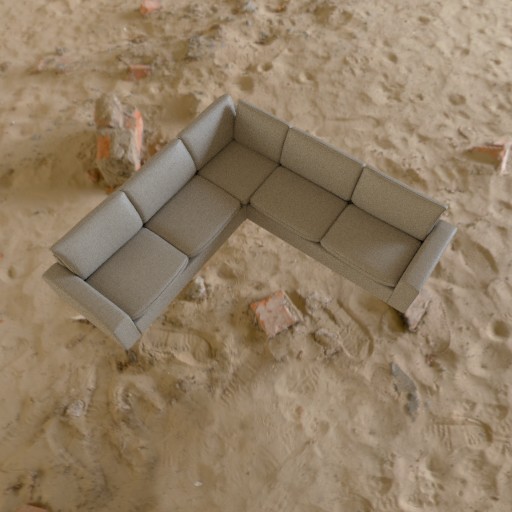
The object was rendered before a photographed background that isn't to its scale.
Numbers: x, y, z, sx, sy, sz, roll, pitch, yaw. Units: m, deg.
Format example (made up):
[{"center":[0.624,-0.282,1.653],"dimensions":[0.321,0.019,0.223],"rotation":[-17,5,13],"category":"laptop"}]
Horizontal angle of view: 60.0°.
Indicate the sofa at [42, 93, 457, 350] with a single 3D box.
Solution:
[{"center":[0.000,0.000,4.056],"dimensions":[2.742,0.800,2.622],"rotation":[32,65,17],"category":"sofa"}]
